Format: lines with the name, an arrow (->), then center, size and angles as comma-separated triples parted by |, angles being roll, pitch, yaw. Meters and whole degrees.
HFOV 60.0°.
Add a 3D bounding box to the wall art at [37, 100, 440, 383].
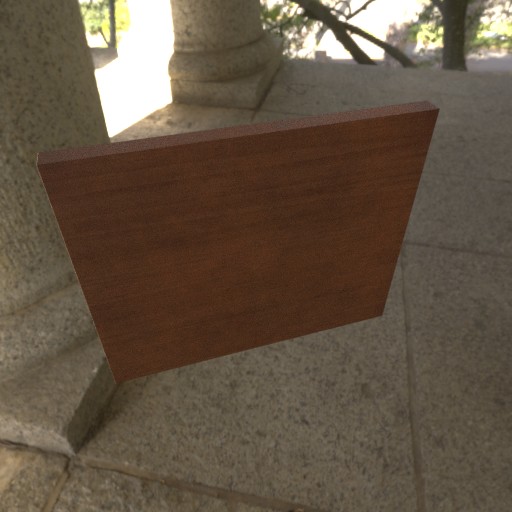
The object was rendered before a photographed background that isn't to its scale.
wall art -> 0.000, 0.000, 0.752 | 0.558, 0.457, 0.033 | -12, 42, -13
